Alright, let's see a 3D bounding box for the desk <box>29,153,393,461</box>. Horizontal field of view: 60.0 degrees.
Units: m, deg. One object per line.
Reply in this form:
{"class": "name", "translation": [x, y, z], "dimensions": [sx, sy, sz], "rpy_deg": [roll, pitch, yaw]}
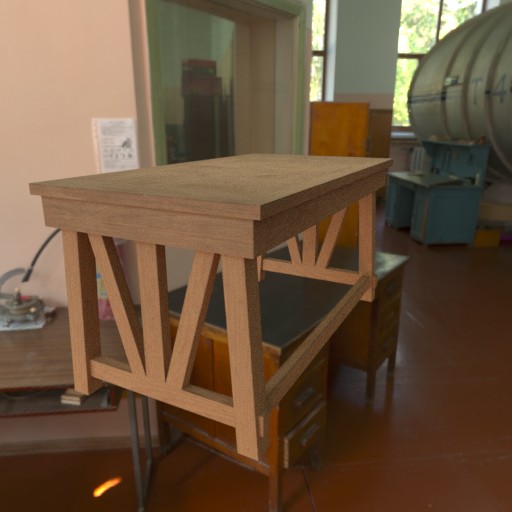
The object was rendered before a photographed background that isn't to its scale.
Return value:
{"class": "desk", "translation": [0.000, 0.000, 1.945], "dimensions": [0.813, 0.762, 1.499], "rpy_deg": [9, 19, 27]}
